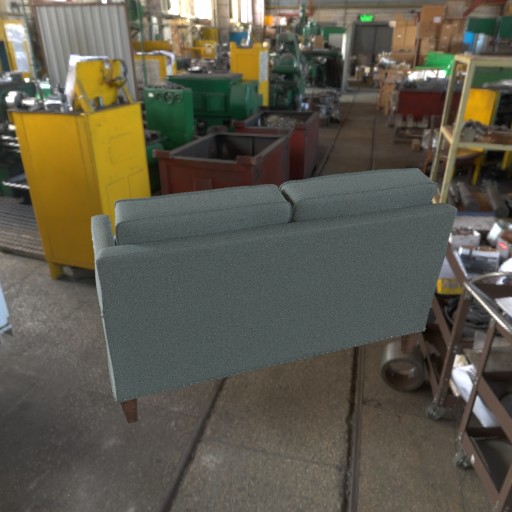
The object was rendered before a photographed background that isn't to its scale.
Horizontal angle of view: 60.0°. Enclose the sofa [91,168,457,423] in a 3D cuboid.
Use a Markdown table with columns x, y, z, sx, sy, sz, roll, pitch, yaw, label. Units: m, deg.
| x | y | z | sx | sy | sz | roll | pitch | yaw | label |
| --- | --- | --- | --- | --- | --- | --- | --- | --- | --- |
| 0.000 | 0.000 | 2.306 | 1.597 | 1.003 | 1.084 | -9 | 28 | -17 | sofa |
